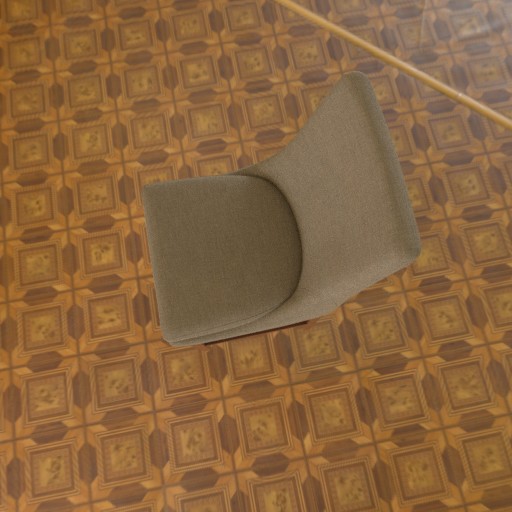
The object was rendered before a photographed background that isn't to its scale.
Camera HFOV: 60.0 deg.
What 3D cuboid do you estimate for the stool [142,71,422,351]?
[{"bbox_3d":[0.000,0.000,1.355,0.577,1.078,0.470,-11,75,-3],"label":"stool"}]
